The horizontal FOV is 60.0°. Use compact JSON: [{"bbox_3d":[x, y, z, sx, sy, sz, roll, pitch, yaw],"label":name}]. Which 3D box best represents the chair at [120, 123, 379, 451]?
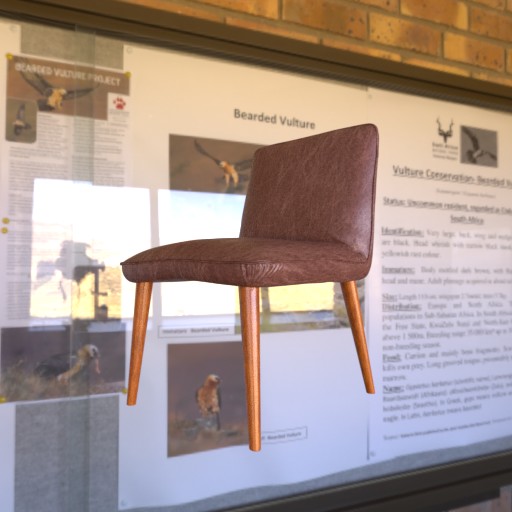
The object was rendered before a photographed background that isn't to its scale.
[{"bbox_3d":[0.000,0.000,1.253,0.543,0.803,0.645,-1,-2,36],"label":"chair"}]
